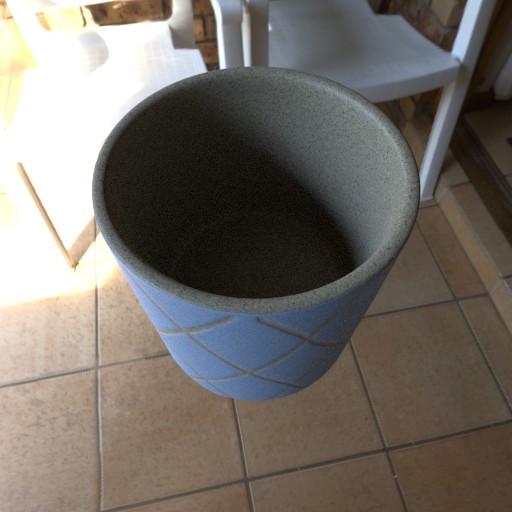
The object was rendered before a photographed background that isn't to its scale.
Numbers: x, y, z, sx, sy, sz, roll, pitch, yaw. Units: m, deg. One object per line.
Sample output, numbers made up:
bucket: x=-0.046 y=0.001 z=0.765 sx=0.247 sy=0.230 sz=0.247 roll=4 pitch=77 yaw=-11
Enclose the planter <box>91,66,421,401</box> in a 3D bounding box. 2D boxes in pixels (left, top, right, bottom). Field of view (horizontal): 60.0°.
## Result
planter: x=0.000 y=0.000 z=0.344 sx=0.191 sy=0.200 sz=0.191 roll=0 pitch=58 yaw=0
